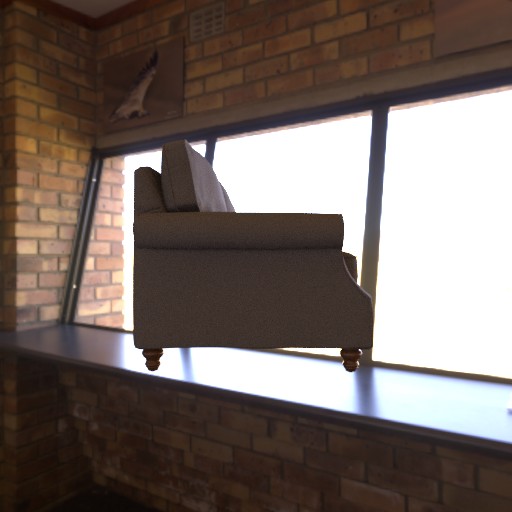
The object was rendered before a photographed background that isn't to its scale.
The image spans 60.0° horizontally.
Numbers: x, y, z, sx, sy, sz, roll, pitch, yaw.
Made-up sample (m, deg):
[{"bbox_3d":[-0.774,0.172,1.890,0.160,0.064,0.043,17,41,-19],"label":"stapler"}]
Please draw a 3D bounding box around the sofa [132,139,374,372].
[{"bbox_3d":[0.000,0.000,2.823,0.966,0.948,2.353,0,0,1],"label":"sofa"}]
